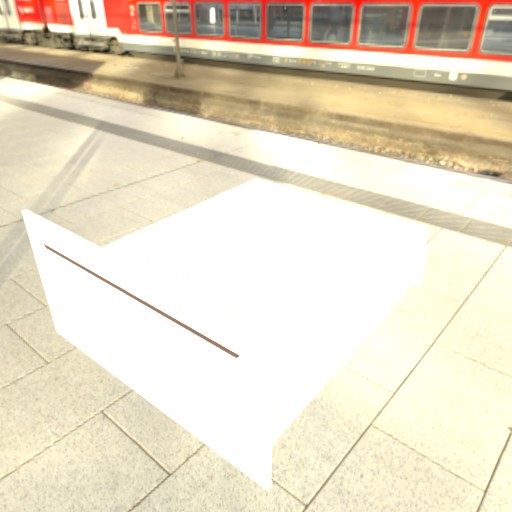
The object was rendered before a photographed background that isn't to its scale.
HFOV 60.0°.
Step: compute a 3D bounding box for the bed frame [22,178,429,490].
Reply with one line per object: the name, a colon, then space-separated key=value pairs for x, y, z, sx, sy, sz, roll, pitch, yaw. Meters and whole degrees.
bed frame: x=0.000 y=0.000 z=2.999 sx=1.800 sy=0.900 sz=2.080 roll=22 pitch=37 yaw=33
